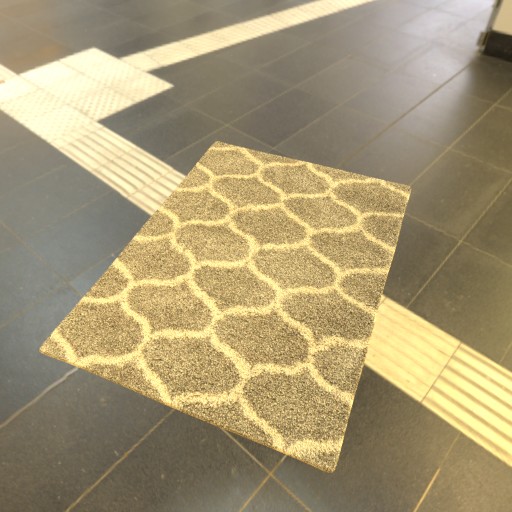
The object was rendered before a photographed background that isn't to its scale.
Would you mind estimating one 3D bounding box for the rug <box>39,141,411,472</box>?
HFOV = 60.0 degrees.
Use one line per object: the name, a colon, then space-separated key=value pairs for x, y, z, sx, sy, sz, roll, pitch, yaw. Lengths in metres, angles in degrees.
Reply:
rug: x=0.000 y=0.000 z=2.092 sx=1.200 sy=0.025 sz=1.600 roll=17 pitch=49 yaw=15
